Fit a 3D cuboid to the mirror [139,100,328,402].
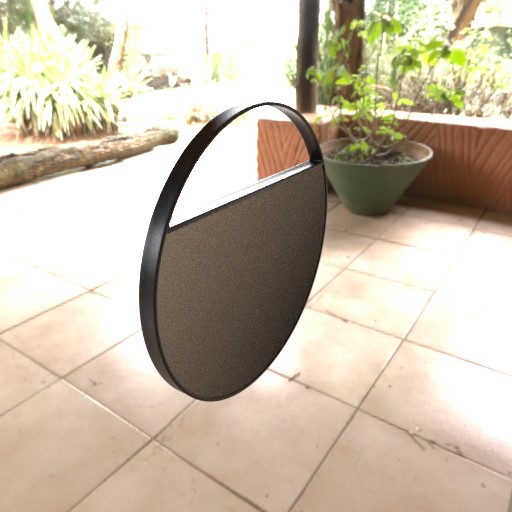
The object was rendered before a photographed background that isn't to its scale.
[{"bbox_3d":[0.000,0.000,0.855,0.032,0.565,0.565,16,29,30],"label":"mirror"}]
